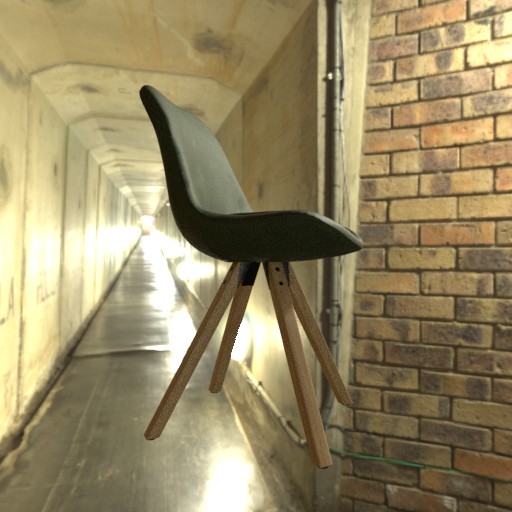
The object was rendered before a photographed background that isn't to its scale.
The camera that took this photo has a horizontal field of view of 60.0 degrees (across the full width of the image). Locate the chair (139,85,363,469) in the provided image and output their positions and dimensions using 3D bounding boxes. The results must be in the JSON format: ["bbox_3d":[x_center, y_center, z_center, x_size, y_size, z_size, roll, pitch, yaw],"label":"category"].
[{"bbox_3d":[0.000,0.000,1.167,0.547,0.865,0.483,0,0,18],"label":"chair"}]
